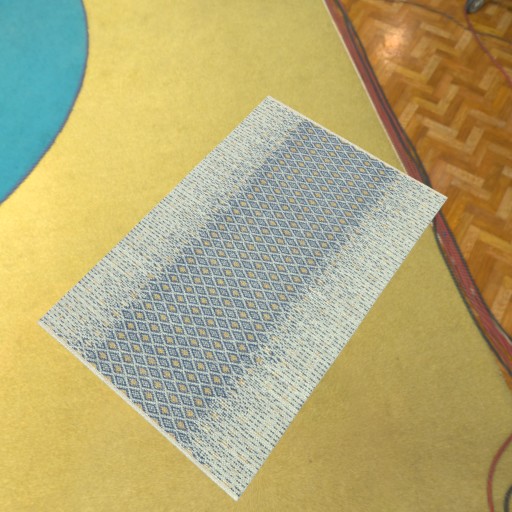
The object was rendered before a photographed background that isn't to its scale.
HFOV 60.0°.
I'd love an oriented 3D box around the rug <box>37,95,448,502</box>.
[{"bbox_3d":[0.000,0.000,2.253,1.219,0.005,1.828,35,69,15],"label":"rug"}]
